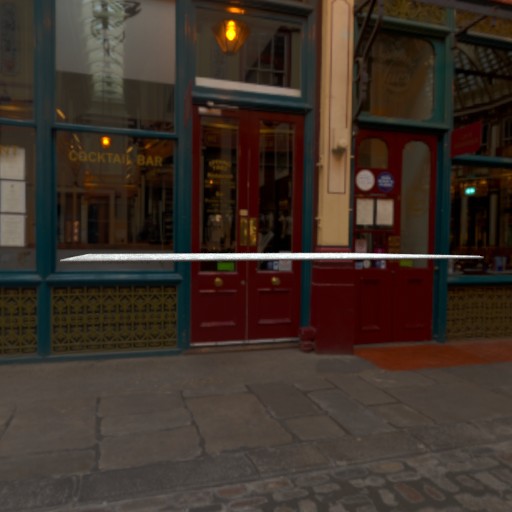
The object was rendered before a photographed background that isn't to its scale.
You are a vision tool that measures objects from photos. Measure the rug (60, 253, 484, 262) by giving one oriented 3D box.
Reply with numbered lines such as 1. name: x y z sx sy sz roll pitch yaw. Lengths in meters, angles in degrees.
1. rug: 0.000 0.000 2.927 2.206 0.014 1.578 0 1 -17
